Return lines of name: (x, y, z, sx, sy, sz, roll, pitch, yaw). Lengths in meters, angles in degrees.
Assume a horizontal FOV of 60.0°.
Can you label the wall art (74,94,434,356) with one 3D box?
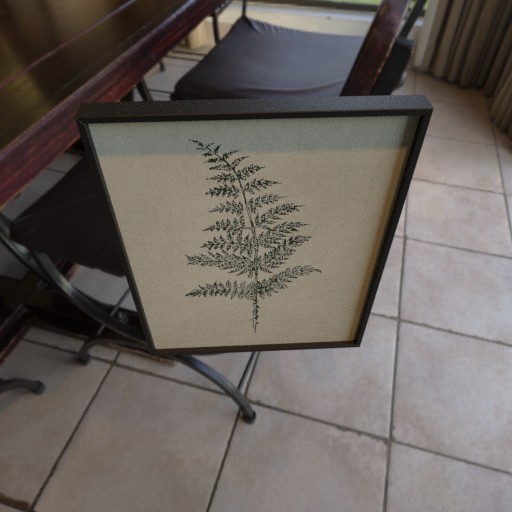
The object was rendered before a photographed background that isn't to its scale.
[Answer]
wall art: (0.000, 0.000, 0.766, 0.449, 0.555, 0.039, -2, 46, -2)
